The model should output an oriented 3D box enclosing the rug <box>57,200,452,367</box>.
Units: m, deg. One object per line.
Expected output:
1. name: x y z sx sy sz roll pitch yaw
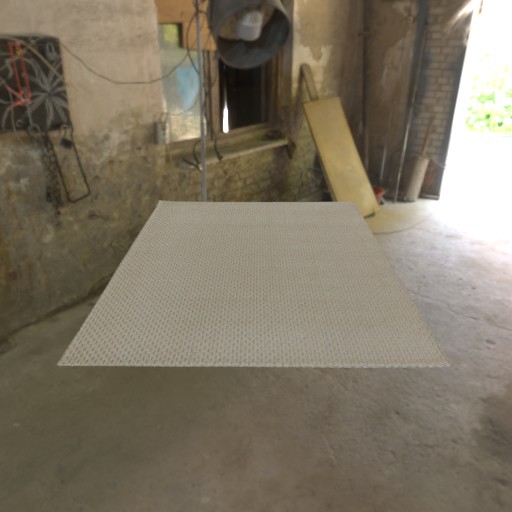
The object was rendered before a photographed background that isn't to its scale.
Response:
1. rug: 0.000 0.000 3.843 2.277 0.035 2.897 0 26 0
